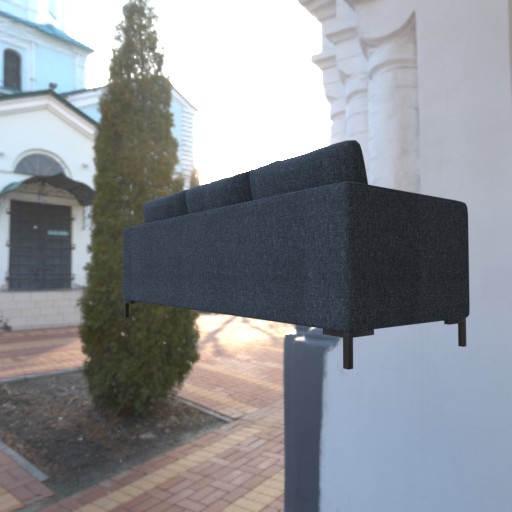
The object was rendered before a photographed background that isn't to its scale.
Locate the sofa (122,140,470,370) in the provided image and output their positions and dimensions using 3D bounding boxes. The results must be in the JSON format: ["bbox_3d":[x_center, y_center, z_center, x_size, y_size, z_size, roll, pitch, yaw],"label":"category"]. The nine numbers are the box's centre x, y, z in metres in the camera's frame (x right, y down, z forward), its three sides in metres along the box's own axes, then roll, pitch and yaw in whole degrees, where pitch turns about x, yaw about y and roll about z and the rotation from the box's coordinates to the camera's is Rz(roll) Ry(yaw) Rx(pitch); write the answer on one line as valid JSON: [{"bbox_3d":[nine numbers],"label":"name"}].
[{"bbox_3d":[0.000,0.000,2.687,0.859,0.874,2.218,1,-2,-37],"label":"sofa"}]
